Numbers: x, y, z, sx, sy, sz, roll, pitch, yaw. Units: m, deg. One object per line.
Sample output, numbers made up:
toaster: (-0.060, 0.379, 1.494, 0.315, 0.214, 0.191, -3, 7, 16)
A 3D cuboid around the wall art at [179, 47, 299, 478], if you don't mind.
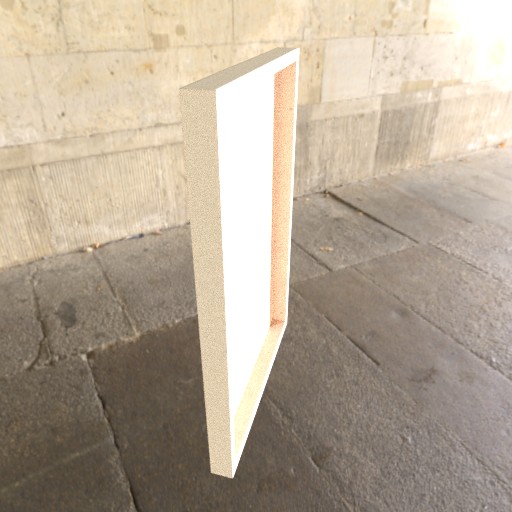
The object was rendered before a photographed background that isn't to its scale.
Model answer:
wall art: (0.000, 0.000, 0.755, 0.038, 0.608, 0.418, 8, 31, 14)
